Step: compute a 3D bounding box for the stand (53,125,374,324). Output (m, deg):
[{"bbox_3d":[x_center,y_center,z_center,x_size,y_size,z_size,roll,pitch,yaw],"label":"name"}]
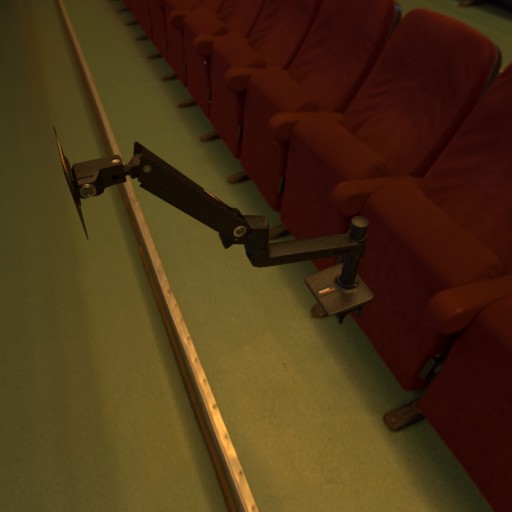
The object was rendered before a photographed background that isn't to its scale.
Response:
[{"bbox_3d":[0.000,0.000,1.006,0.650,0.713,0.152,-17,47,-17],"label":"stand"}]
